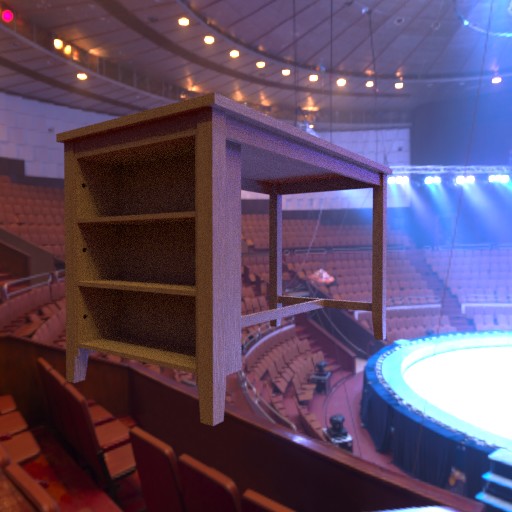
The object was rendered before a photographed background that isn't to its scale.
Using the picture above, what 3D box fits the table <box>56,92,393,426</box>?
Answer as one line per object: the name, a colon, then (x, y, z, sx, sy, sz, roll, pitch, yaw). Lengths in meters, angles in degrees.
table: (0.000, 0.000, 1.925, 0.729, 0.874, 1.397, 1, 2, 35)
